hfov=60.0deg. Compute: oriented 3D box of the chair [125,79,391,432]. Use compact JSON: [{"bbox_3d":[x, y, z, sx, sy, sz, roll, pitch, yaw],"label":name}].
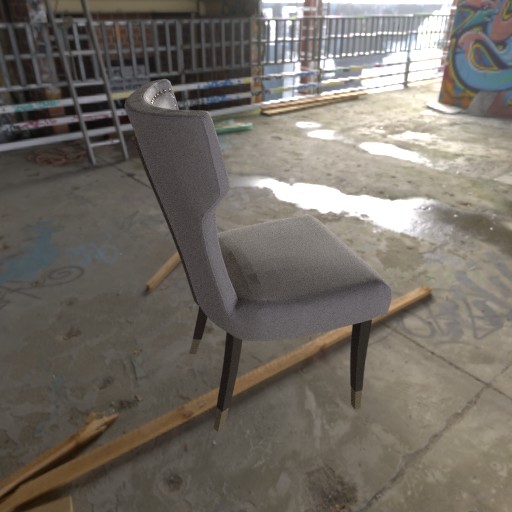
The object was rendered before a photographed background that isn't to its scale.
[{"bbox_3d":[0.000,0.000,1.321,0.630,0.950,0.526,-10,31,-17],"label":"chair"}]
